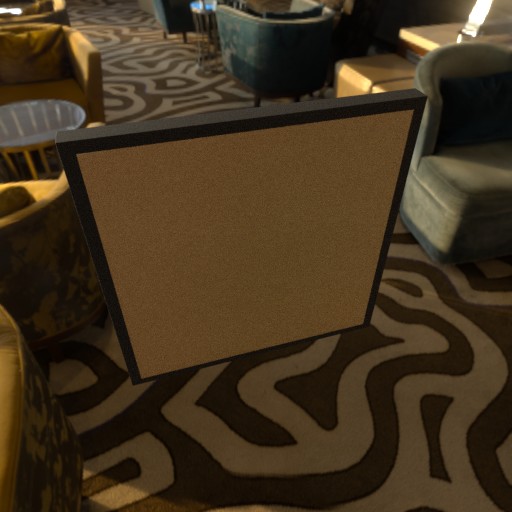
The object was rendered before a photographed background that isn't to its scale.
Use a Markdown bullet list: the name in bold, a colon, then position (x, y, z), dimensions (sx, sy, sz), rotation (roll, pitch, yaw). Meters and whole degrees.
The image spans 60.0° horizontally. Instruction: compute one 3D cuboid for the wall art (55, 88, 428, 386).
- **wall art**: position (0.000, 0.000, 0.759), dimensions (0.508, 0.507, 0.033), rotation (-11, 42, -13)
